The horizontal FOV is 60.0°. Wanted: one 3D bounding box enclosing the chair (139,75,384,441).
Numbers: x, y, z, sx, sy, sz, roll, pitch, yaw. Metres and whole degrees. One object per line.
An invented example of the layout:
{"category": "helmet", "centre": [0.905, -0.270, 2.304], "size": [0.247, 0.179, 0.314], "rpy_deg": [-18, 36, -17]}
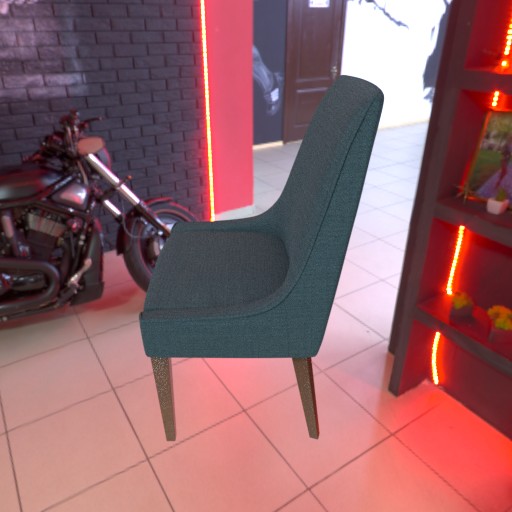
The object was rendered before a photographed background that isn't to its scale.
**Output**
{"category": "chair", "centre": [0.000, 0.000, 1.172], "size": [0.544, 0.861, 0.529], "rpy_deg": [0, 28, -1]}
